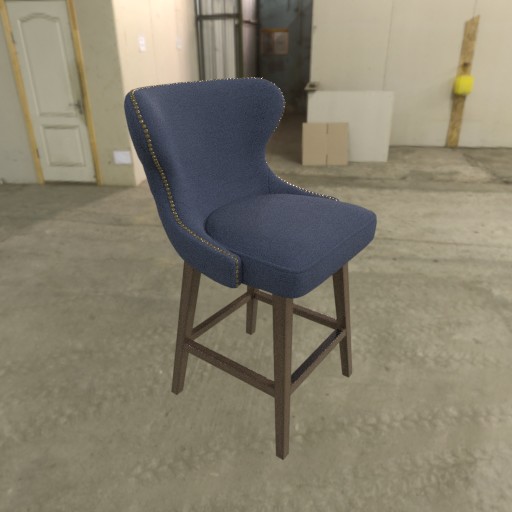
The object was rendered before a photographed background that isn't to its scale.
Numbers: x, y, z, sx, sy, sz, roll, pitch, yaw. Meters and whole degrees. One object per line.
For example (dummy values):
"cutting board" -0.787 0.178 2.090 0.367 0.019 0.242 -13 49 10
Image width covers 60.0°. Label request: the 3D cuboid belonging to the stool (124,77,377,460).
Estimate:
"stool" 0.000 0.000 1.356 0.597 0.972 0.615 18 31 32
